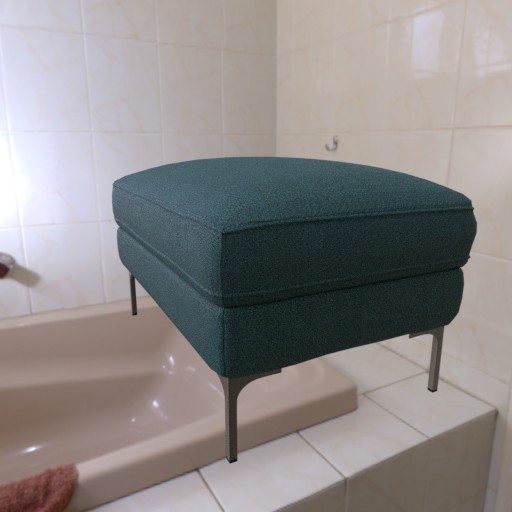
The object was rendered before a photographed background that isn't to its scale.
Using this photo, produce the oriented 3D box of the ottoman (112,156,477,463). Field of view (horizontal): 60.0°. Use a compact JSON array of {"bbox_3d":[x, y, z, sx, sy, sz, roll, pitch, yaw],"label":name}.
[{"bbox_3d":[0.000,0.000,1.138,0.563,0.498,0.856,-7,16,-26],"label":"ottoman"}]
